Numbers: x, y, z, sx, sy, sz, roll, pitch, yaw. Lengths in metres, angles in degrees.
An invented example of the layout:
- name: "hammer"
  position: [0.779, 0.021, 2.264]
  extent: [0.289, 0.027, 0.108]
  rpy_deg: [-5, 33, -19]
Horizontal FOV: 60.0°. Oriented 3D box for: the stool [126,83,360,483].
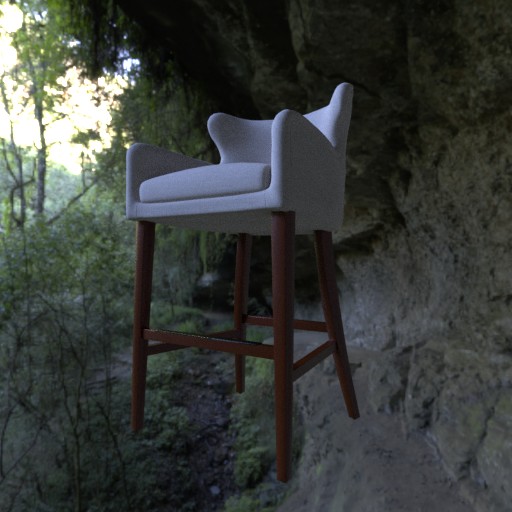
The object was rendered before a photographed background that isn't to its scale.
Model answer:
- name: "stool"
  position: [0.000, 0.000, 1.363]
  extent: [0.556, 1.034, 0.563]
  rpy_deg: [0, 0, 35]
